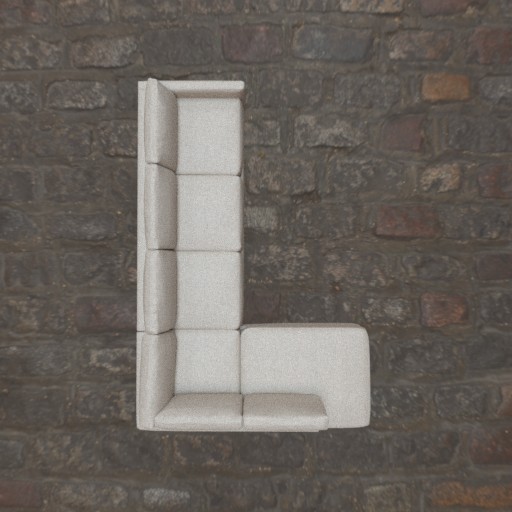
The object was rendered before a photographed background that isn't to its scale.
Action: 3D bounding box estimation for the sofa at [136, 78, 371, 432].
[{"bbox_3d":[0.000,0.000,3.165,1.617,0.703,2.423,0,89,0],"label":"sofa"}]
